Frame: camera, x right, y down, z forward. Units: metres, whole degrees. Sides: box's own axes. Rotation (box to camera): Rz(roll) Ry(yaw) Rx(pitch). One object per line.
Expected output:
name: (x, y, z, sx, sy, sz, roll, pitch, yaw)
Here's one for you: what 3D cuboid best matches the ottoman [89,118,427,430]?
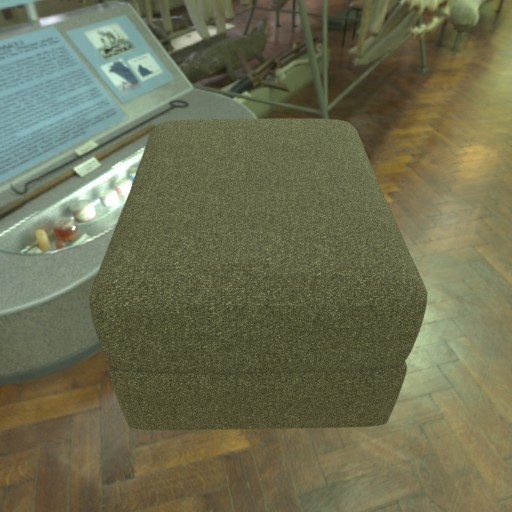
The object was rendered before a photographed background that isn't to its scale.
ottoman: (0.000, 0.000, 1.123, 0.598, 0.476, 0.742, -1, 41, -1)
